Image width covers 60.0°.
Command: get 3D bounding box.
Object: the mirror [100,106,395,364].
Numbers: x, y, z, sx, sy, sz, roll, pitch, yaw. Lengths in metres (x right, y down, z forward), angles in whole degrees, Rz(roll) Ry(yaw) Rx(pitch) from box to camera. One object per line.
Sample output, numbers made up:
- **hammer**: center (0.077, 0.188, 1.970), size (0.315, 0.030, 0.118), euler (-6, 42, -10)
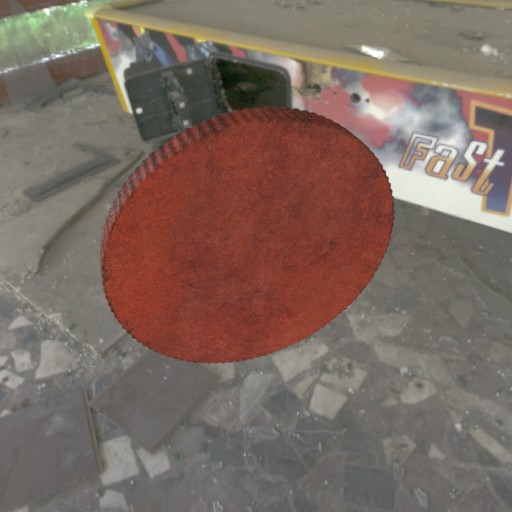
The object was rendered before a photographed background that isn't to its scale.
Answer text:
- **mirror**: center (0.000, 0.000, 0.918), size (0.609, 0.609, 0.056), euler (-12, 41, -14)
